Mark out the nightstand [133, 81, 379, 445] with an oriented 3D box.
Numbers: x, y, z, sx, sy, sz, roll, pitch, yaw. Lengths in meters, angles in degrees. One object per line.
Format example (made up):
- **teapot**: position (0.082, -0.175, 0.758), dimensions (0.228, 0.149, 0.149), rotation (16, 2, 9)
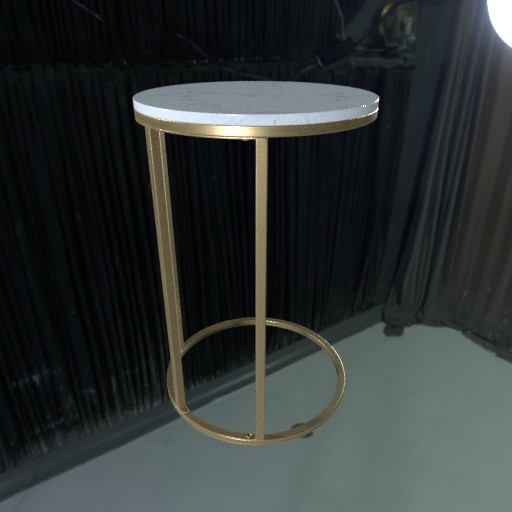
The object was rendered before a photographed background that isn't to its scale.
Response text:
- **nightstand**: position (0.000, 0.000, 0.881), dimensions (0.400, 0.610, 0.400), rotation (-19, 33, -32)
